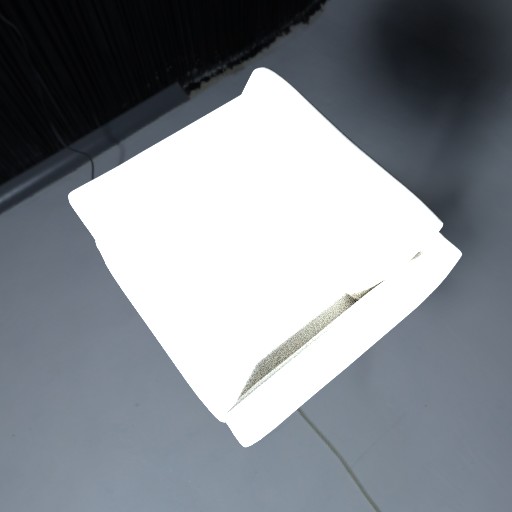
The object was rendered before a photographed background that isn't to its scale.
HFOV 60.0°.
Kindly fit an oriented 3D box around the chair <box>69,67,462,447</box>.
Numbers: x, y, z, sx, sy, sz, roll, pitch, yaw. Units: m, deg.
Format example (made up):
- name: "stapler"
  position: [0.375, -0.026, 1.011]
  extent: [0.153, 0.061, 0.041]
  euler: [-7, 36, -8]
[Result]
- name: "chair"
  position: [0.000, 0.000, 1.572]
  extent: [0.875, 0.806, 0.964]
  euler: [-35, 69, -16]
